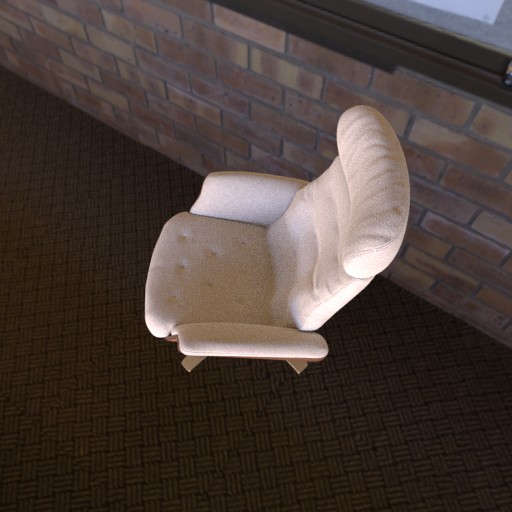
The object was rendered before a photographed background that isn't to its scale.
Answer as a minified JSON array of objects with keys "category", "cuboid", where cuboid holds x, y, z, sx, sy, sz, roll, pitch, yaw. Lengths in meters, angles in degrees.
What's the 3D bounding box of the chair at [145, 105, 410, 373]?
[{"category":"chair","cuboid":[0.000,0.000,1.599,0.837,0.995,0.785,3,58,2]}]
